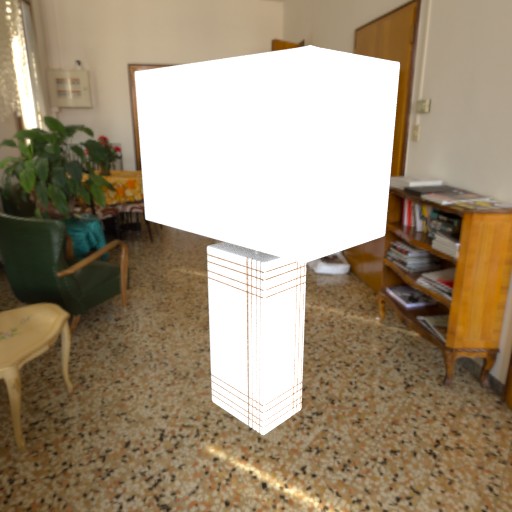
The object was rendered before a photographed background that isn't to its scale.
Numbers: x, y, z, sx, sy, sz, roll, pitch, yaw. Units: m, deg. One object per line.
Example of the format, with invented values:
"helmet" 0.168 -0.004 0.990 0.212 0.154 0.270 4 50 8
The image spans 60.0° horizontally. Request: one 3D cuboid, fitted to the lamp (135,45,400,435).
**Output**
"lamp" 0.000 0.000 0.687 0.182 0.543 0.334 -16 23 -43
